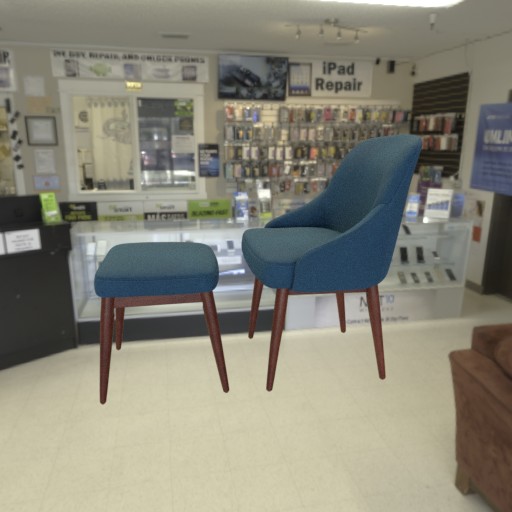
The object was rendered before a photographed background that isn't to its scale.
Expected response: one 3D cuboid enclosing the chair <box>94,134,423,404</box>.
[{"bbox_3d":[0.000,0.000,1.635,1.114,0.866,0.584,-2,15,-9],"label":"chair"}]
